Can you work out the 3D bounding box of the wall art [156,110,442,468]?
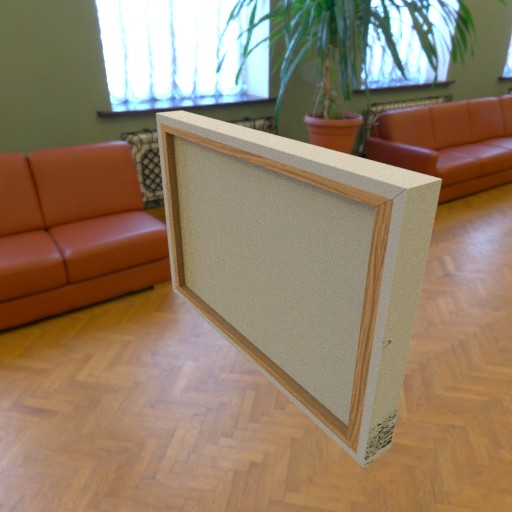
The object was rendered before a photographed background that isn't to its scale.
[{"bbox_3d":[0.000,0.000,0.486,0.038,0.259,0.381,-18,31,-31],"label":"wall art"}]
